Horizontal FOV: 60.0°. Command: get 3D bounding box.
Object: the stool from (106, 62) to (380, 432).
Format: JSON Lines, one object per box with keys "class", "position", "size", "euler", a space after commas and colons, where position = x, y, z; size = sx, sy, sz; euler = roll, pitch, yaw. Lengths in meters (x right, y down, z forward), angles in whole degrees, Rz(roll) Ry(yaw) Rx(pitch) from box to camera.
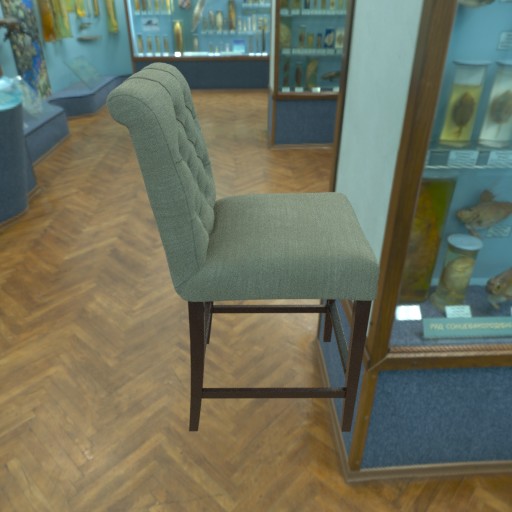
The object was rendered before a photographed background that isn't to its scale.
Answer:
{"class": "stool", "position": [0.000, 0.000, 1.396], "size": [0.660, 1.084, 0.486], "euler": [0, 31, 0]}
